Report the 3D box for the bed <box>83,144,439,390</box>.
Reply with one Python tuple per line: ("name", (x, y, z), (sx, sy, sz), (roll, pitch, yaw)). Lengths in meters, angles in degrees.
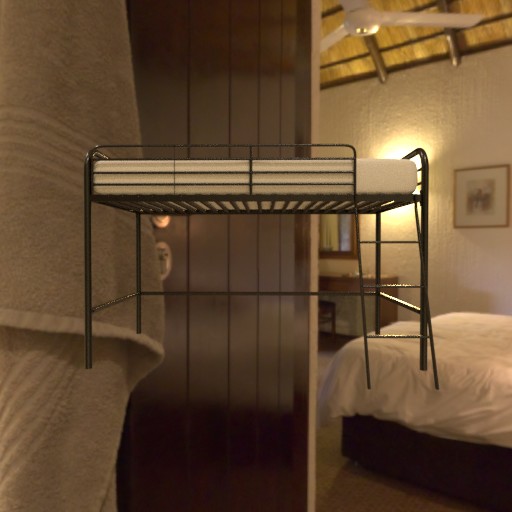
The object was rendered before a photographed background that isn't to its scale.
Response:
("bed", (0.000, 0.000, 2.883), (1.968, 1.289, 1.393), (0, 1, 1))
